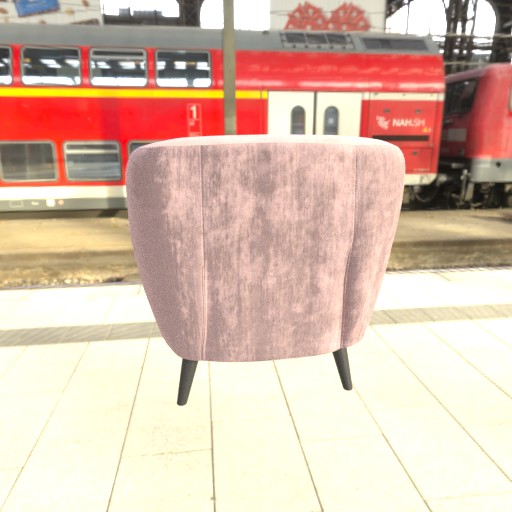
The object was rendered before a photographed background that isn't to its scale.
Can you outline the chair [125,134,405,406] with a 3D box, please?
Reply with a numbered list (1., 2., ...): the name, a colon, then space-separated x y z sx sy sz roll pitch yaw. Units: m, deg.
1. chair: 0.000 0.000 1.553 0.840 0.820 0.820 -2 15 -9
